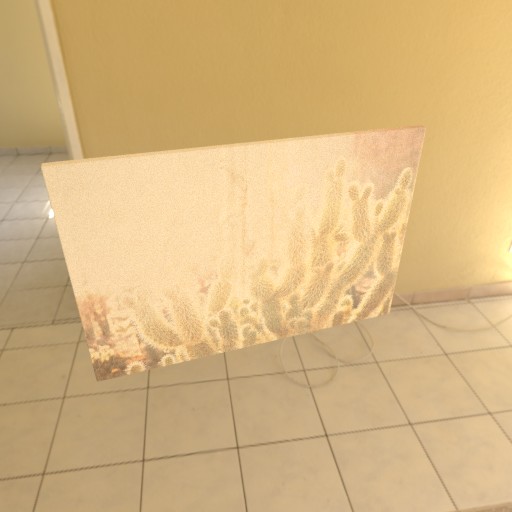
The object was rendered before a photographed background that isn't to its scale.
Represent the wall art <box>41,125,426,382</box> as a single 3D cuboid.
[{"bbox_3d":[0.000,0.000,1.960,1.525,1.012,0.038,-10,33,-16],"label":"wall art"}]
